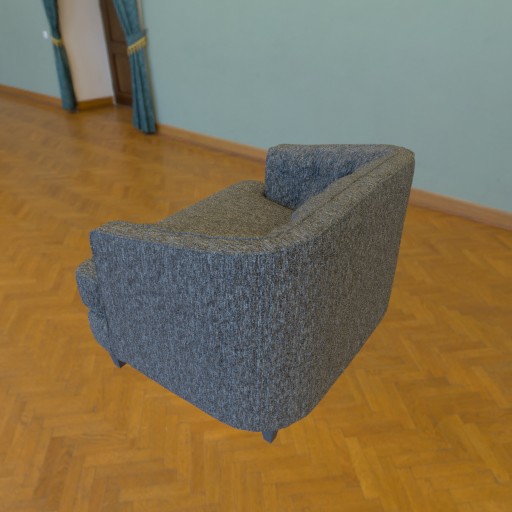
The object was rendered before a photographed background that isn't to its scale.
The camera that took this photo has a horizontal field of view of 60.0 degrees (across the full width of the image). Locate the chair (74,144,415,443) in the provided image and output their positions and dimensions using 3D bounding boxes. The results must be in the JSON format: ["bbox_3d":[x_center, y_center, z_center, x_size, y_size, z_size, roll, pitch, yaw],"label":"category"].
[{"bbox_3d":[0.000,0.000,1.778,0.941,0.852,1.104,21,38,30],"label":"chair"}]
